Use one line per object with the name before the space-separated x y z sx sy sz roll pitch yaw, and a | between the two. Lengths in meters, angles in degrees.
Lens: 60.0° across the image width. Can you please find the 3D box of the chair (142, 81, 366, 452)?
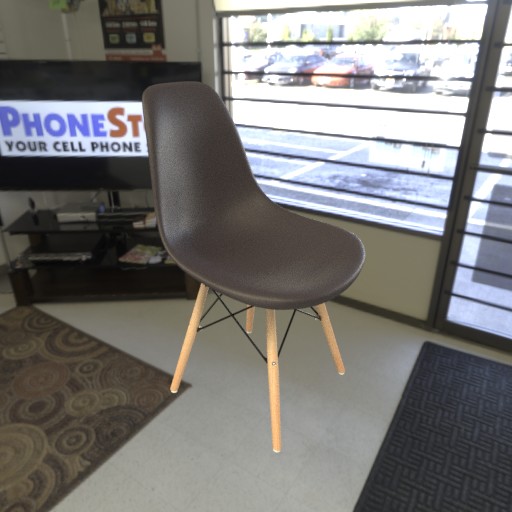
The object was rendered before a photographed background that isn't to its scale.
chair | 0.000 0.000 1.160 0.533 0.825 0.470 17 31 32
